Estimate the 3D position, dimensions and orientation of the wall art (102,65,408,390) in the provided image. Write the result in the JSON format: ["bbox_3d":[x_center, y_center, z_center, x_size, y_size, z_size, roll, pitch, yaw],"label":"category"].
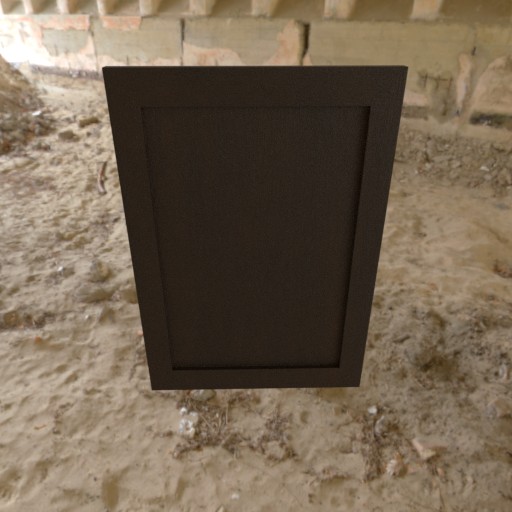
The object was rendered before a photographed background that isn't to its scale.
[{"bbox_3d":[0.000,0.000,0.649,0.359,0.513,0.017,-1,29,-1],"label":"wall art"}]
